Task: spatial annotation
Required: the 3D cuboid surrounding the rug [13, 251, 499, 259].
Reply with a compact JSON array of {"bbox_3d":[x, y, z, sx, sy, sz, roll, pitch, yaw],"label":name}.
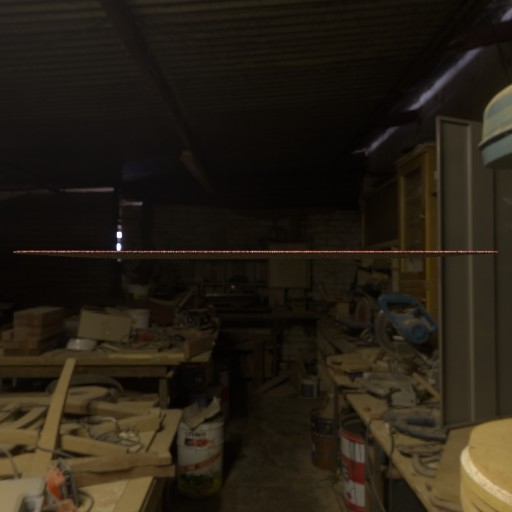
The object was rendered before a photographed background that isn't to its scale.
[{"bbox_3d":[0.000,0.000,2.159,1.747,0.011,1.139,0,-1,0],"label":"rug"}]
